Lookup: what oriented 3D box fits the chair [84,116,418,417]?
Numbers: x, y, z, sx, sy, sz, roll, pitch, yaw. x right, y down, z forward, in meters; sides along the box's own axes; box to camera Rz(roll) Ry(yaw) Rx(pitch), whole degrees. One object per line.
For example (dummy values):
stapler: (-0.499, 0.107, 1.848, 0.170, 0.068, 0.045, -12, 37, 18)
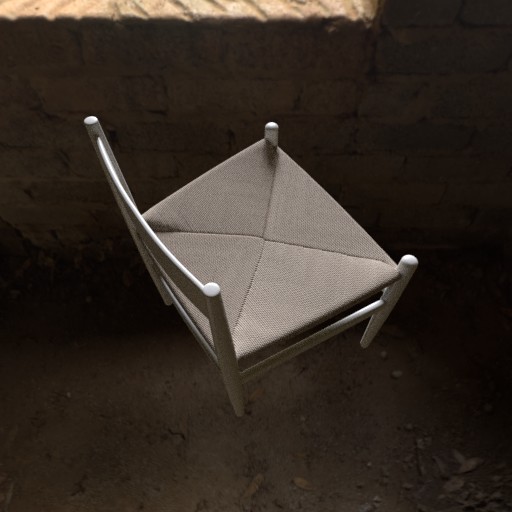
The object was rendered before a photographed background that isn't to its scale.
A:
chair: (0.000, 0.000, 1.102, 0.495, 0.762, 0.556, -30, 62, -18)
